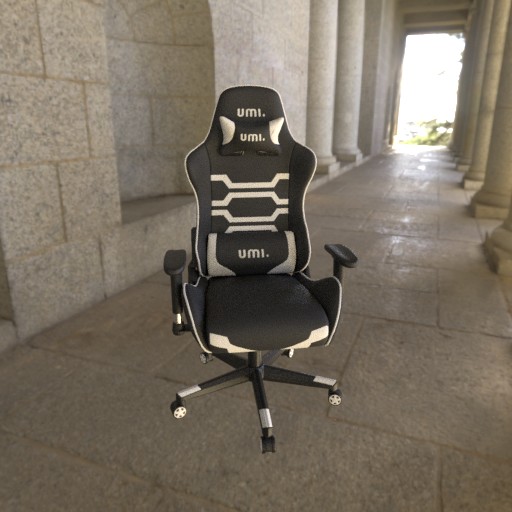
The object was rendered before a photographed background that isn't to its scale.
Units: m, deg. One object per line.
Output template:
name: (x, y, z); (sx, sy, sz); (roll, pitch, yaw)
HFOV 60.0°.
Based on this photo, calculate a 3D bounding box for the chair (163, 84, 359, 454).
chair: (0.000, 0.000, 1.675); (0.700, 1.240, 0.700); (-2, 17, -7)
